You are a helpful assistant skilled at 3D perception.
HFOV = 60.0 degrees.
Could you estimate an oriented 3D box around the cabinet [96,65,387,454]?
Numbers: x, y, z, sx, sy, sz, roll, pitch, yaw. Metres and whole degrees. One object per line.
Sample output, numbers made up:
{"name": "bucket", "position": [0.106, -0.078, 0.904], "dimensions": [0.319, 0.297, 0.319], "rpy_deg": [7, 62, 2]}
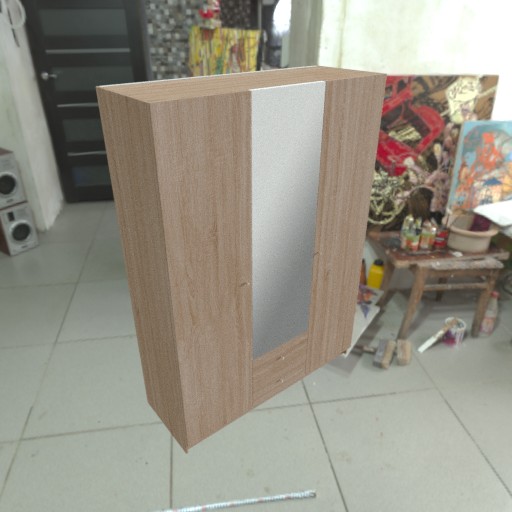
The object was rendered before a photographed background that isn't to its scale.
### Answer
{"name": "cabinet", "position": [0.000, 0.000, 2.845], "dimensions": [1.500, 2.120, 0.590], "rpy_deg": [-21, 35, -33]}
